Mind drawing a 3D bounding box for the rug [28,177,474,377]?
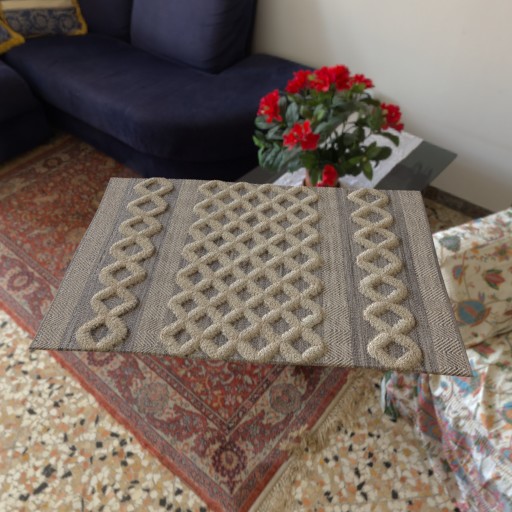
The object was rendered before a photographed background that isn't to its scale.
[{"bbox_3d":[0.000,0.000,2.820,2.333,0.033,1.513,3,47,3],"label":"rug"}]
